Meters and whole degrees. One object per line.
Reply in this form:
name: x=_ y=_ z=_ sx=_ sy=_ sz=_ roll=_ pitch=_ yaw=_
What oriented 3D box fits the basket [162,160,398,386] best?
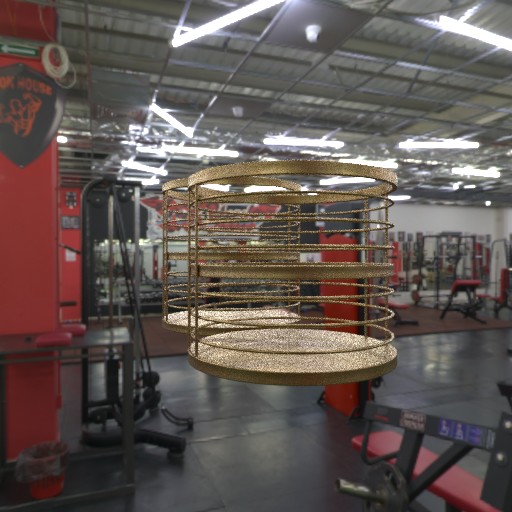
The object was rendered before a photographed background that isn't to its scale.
basket: x=0.000 y=0.000 z=0.959 sx=0.356 sy=0.351 sz=0.746 roll=0 pitch=0 yaw=-18
